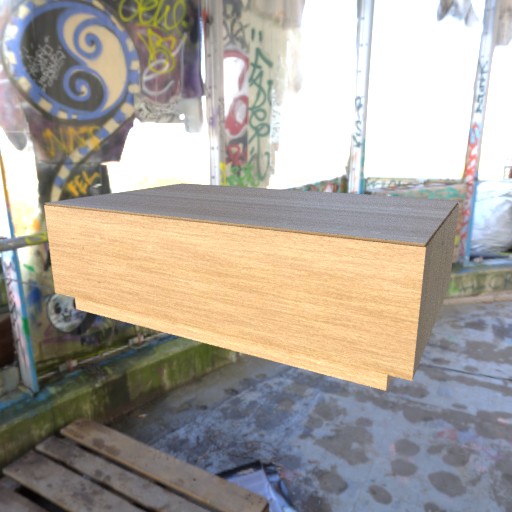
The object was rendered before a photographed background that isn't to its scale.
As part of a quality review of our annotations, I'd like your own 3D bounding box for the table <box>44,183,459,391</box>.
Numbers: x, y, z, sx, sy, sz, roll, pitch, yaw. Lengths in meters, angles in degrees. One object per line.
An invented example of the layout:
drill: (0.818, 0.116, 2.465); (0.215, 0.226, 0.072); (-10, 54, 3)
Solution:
table: (0.000, 0.000, 1.432); (1.110, 0.353, 0.678); (8, 17, 28)
